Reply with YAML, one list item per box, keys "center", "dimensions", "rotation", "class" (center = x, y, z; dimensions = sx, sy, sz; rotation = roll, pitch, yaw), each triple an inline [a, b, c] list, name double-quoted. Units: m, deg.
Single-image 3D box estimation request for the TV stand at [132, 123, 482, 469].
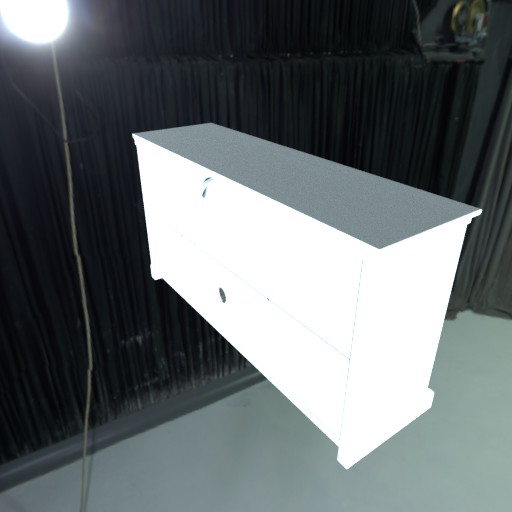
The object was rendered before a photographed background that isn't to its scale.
- center: [0.000, 0.000, 1.463]
  dimensions: [0.424, 0.624, 1.187]
  rotation: [-19, 33, -31]
  class: "TV stand"
